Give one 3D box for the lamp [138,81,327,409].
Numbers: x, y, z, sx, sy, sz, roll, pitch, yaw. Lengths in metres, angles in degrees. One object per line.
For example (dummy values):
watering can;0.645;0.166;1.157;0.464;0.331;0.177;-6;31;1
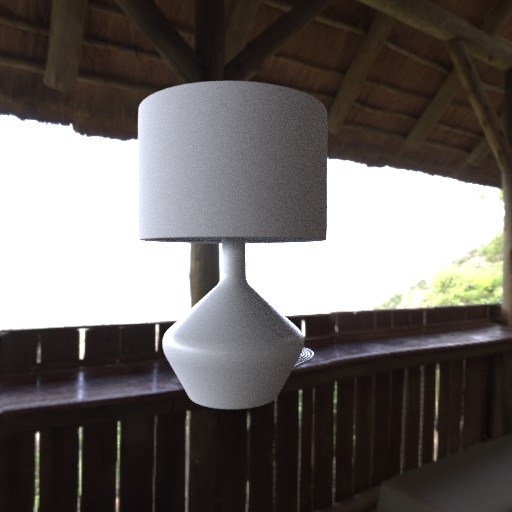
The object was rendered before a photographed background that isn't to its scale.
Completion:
lamp;0.000;0.000;0.854;0.401;0.457;0.546;0;0;38
